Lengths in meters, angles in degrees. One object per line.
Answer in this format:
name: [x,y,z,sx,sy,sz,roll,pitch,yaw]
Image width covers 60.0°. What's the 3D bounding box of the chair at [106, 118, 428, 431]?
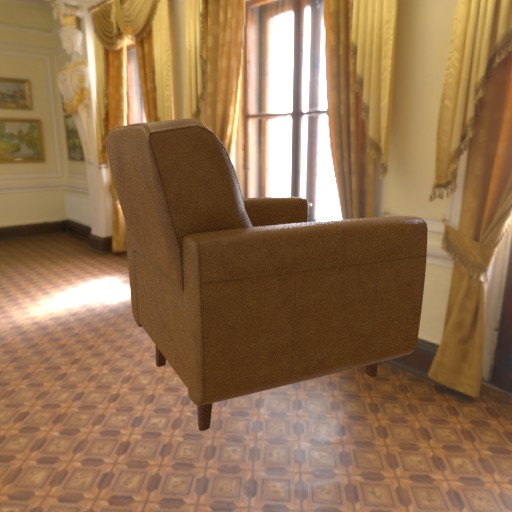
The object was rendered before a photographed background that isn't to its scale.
chair: [0.000,0.000,1.683,0.942,0.968,0.845,-7,16,-27]
